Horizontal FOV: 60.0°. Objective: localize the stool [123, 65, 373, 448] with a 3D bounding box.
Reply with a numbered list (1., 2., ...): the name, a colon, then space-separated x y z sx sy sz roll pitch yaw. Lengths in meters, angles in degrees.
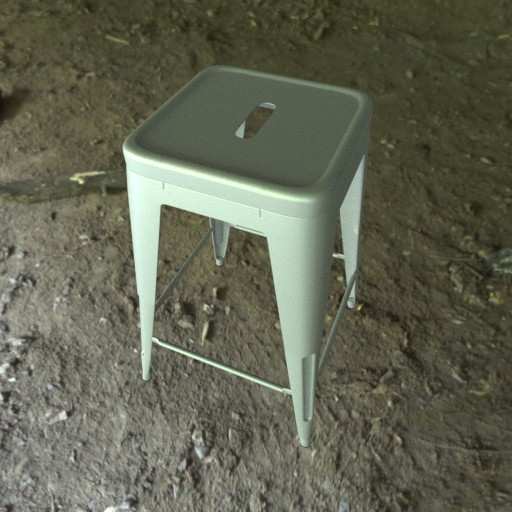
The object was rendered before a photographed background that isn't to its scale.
1. stool: 0.000 0.000 0.885 0.410 0.608 0.410 17 49 15
